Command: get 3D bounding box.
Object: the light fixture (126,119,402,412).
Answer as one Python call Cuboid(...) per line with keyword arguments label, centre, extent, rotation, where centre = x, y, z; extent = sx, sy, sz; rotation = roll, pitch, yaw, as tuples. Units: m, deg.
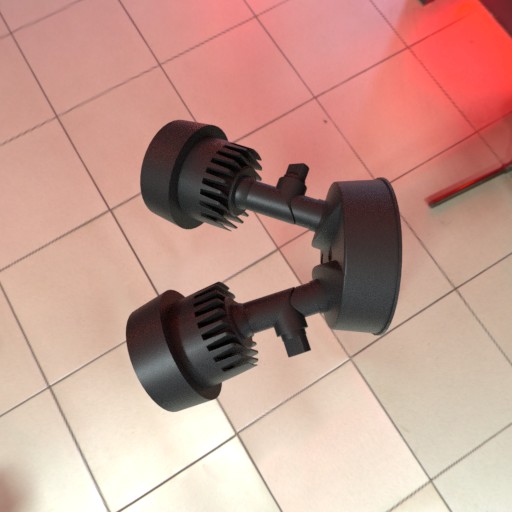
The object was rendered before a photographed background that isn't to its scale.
Cuboid(label="light fixture", centre=(0.000, 0.000, 0.314), extent=(0.168, 0.120, 0.213), rotation=(1, 76, 0))
